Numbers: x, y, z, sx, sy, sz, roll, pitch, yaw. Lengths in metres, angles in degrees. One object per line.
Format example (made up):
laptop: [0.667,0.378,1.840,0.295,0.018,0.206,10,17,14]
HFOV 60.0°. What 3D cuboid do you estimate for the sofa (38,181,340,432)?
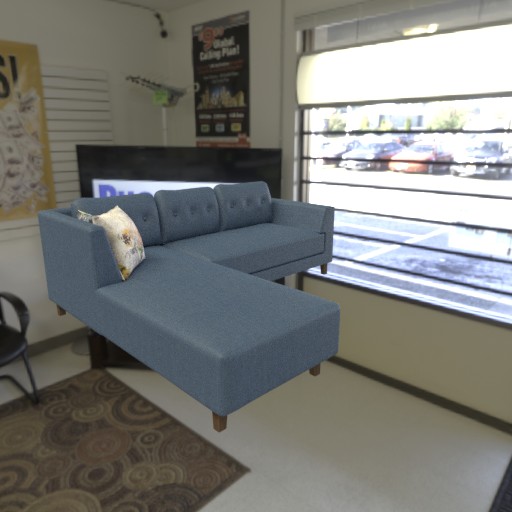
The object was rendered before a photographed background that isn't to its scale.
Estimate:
sofa: [0.000,0.000,2.978,2.120,0.787,1.829,-14,21,-42]
